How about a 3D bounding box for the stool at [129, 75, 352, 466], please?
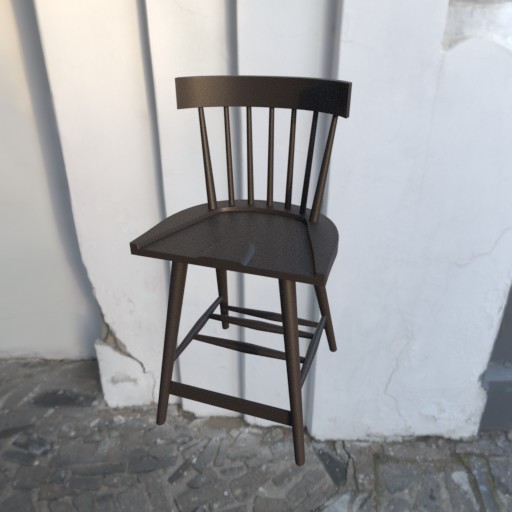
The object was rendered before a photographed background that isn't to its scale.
[{"bbox_3d":[0.000,0.000,1.292,0.494,0.953,0.549,9,28,17],"label":"stool"}]
